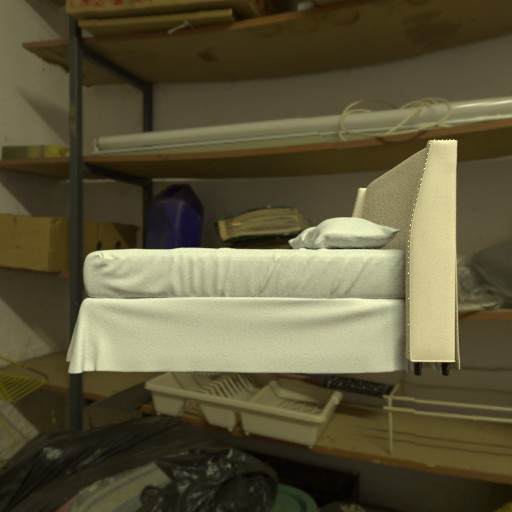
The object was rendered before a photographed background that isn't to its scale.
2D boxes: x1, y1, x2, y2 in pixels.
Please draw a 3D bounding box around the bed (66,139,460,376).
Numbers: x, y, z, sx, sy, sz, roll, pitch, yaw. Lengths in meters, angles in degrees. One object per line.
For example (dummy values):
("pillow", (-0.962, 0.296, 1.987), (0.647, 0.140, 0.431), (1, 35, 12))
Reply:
("bed", (0.000, 0.000, 3.397), (2.276, 1.332, 1.925), (0, 0, 1))
